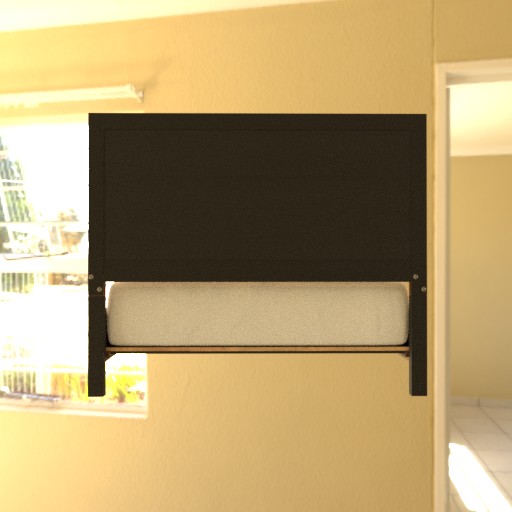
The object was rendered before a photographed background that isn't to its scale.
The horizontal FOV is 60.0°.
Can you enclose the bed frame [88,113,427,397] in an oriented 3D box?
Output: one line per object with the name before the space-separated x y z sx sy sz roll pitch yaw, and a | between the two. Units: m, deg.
bed frame | 0.000 0.000 3.350 1.696 1.417 2.276 0 0 -1
